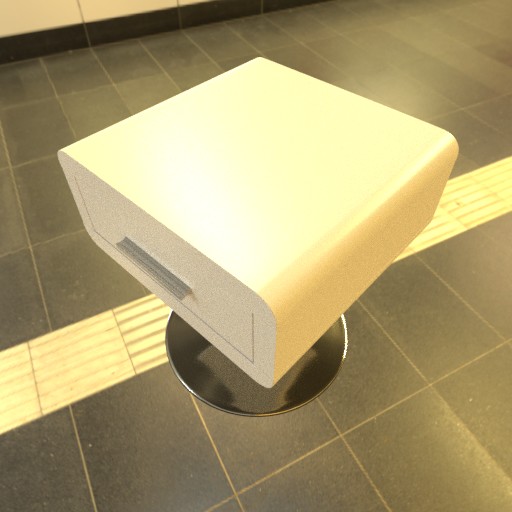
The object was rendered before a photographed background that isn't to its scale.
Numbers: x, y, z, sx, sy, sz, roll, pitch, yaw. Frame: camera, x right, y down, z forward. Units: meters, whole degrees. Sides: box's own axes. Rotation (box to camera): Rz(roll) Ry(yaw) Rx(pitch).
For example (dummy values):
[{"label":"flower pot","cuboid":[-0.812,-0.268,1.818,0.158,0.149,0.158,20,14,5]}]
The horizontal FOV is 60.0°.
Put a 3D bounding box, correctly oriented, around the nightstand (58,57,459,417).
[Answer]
[{"label":"nightstand","cuboid":[0.000,0.000,0.756,0.399,0.447,0.404,34,56,27]}]
